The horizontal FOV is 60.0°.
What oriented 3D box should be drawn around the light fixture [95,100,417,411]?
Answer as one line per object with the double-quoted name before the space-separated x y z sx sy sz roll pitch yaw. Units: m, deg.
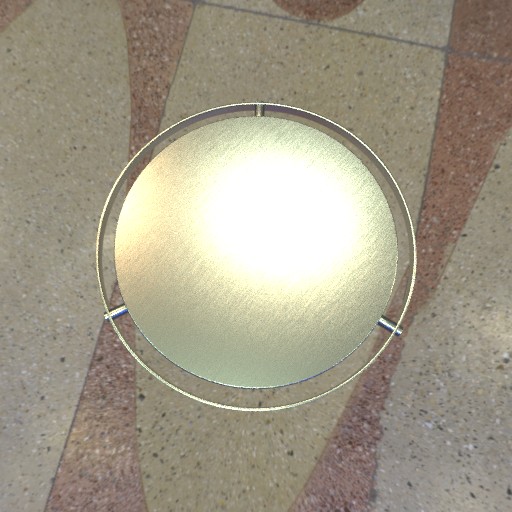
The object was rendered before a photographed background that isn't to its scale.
"light fixture" 0.000 0.000 0.558 0.361 0.130 0.361 0 75 0
